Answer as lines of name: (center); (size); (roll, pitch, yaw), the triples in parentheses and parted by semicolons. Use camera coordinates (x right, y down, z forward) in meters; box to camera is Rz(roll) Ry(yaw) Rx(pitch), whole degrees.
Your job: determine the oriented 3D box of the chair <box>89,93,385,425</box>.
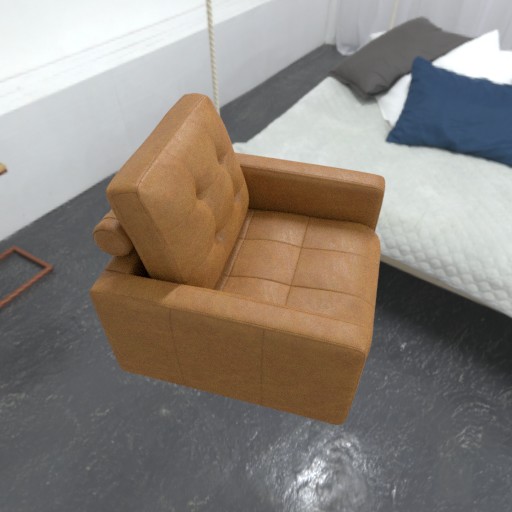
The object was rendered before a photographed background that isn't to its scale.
chair: (0.000, 0.000, 1.566); (0.868, 0.896, 0.831); (11, 47, 10)
